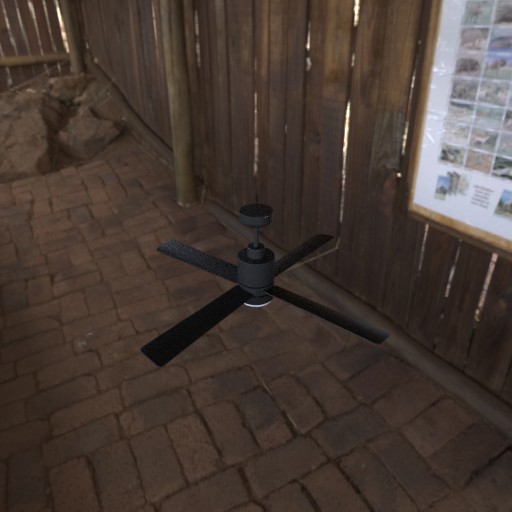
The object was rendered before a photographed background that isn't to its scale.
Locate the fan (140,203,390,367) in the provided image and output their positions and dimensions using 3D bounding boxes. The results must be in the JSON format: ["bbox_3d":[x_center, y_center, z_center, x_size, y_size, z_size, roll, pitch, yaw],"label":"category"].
[{"bbox_3d":[0.000,0.000,2.377,1.525,0.534,1.525,22,36,33],"label":"fan"}]
